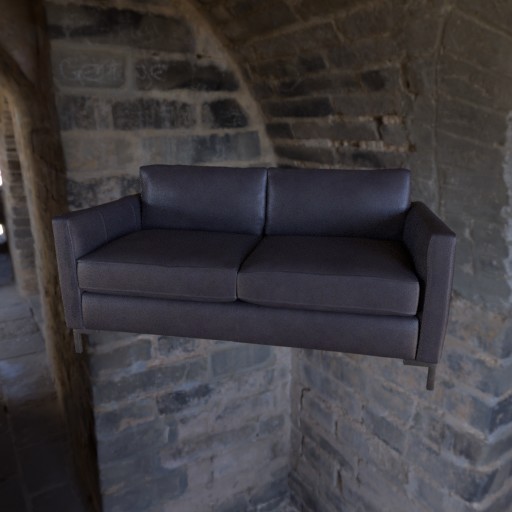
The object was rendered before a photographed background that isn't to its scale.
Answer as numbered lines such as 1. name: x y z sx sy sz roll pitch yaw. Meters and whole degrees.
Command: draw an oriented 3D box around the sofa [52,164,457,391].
1. sofa: 0.000 0.000 2.317 1.805 0.883 0.947 3 16 9
